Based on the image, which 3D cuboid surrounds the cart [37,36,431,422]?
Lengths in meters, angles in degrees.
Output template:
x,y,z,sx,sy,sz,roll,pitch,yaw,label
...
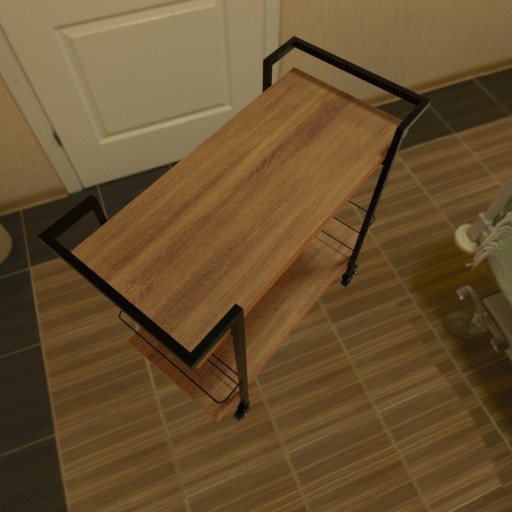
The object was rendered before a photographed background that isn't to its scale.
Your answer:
x,y,z,sx,sy,sz,roll,pitch,yaw,label
0.000,0.000,1.251,0.406,0.762,0.806,35,65,19,cart
